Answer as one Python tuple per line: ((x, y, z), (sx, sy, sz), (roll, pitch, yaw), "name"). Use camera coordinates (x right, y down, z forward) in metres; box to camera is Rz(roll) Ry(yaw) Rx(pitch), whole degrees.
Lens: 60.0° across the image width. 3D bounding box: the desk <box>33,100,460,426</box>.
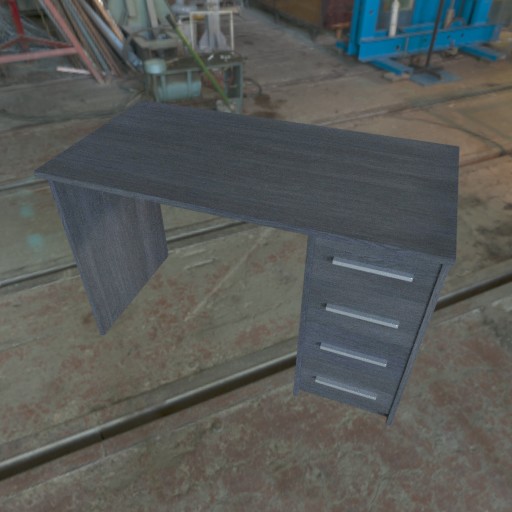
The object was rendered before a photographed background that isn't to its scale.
((0.000, 0.000, 1.503), (1.096, 0.730, 0.560), (13, 42, 15), "desk")
